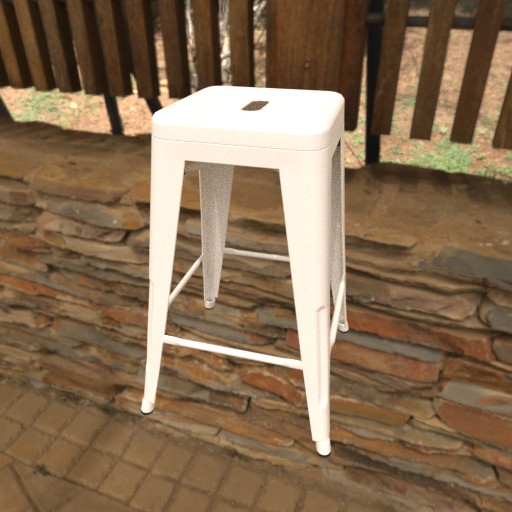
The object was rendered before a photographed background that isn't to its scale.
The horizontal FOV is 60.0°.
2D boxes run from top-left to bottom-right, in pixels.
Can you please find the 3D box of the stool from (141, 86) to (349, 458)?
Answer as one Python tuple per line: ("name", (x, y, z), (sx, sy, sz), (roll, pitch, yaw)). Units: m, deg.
("stool", (0.000, 0.000, 0.909), (0.406, 0.610, 0.406), (8, 31, 13))
